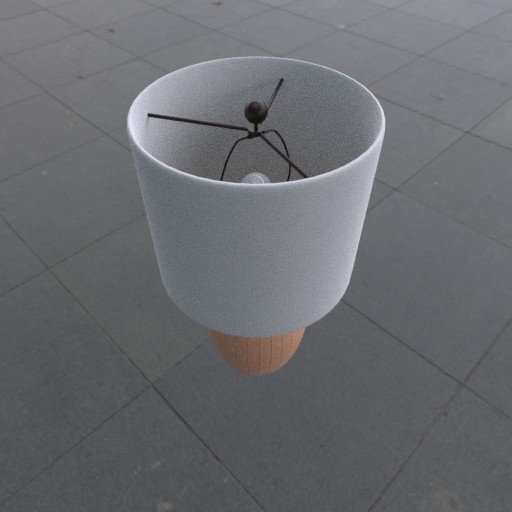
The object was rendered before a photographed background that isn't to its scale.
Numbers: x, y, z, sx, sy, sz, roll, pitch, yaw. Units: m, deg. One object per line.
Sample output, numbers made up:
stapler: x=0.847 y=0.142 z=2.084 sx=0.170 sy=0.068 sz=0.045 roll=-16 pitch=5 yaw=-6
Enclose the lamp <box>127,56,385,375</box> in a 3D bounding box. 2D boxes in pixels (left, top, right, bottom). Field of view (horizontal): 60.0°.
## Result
lamp: x=0.000 y=0.000 z=0.768 sx=0.329 sy=0.570 sz=0.329 roll=0 pitch=46 yaw=0
